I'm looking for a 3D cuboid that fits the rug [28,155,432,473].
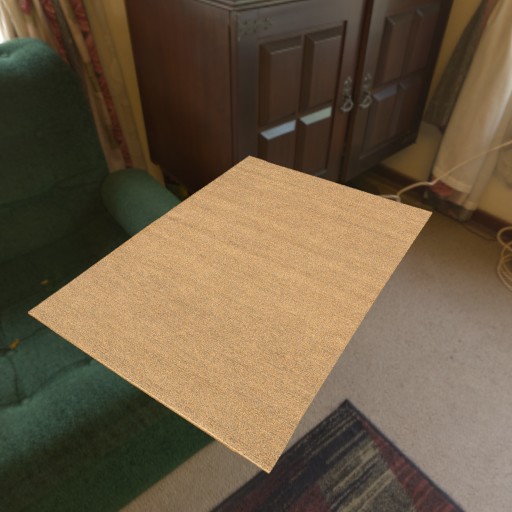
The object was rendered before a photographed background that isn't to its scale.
[{"bbox_3d":[0.000,0.000,2.888,1.624,0.030,2.264,23,46,25],"label":"rug"}]
